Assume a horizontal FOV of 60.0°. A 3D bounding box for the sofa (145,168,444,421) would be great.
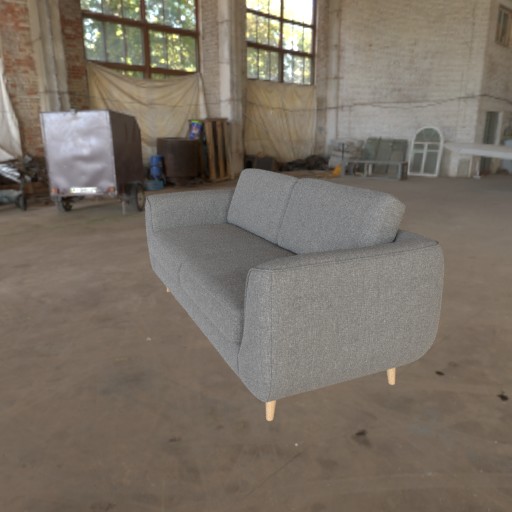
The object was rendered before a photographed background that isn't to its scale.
[{"bbox_3d":[0.000,0.000,2.495,0.920,0.870,2.000,-7,17,-24],"label":"sofa"}]
